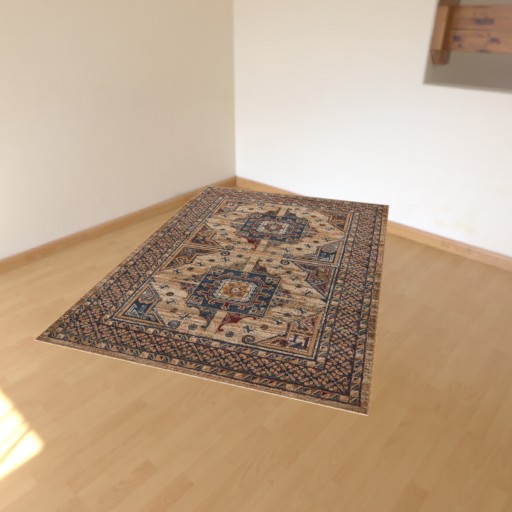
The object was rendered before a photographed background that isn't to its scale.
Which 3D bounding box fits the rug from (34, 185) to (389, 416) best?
[{"bbox_3d":[0.000,0.000,2.903,1.611,0.008,2.227,8,31,14],"label":"rug"}]
